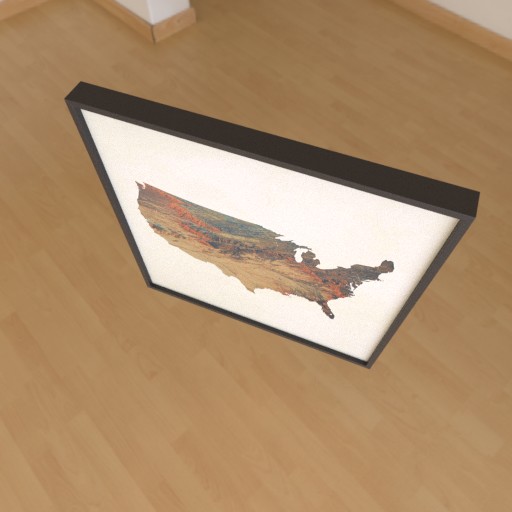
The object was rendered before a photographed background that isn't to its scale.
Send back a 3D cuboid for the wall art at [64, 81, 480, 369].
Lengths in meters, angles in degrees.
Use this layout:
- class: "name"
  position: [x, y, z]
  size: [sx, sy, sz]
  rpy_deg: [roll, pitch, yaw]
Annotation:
- class: "wall art"
  position: [0.000, 0.000, 0.734]
  size: [0.507, 0.507, 0.038]
  rpy_deg: [19, 60, 11]
